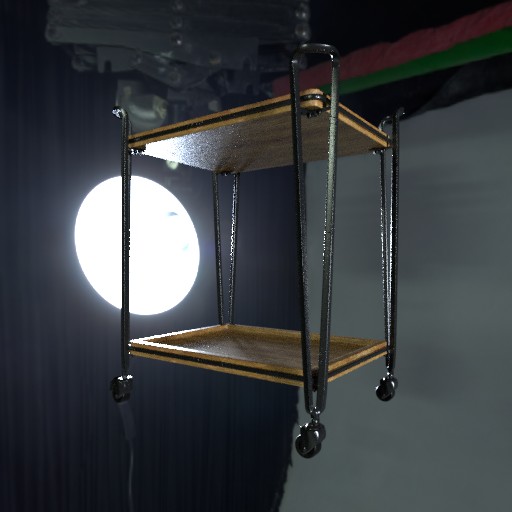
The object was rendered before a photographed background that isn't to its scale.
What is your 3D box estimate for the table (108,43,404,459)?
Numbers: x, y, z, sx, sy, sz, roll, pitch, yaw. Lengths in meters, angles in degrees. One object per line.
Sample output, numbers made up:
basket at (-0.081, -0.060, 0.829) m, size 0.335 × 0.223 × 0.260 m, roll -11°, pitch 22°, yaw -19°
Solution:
table at (0.000, 0.000, 1.200) m, size 0.672 × 0.785 × 0.505 m, roll 0°, pitch -1°, yaw 36°
